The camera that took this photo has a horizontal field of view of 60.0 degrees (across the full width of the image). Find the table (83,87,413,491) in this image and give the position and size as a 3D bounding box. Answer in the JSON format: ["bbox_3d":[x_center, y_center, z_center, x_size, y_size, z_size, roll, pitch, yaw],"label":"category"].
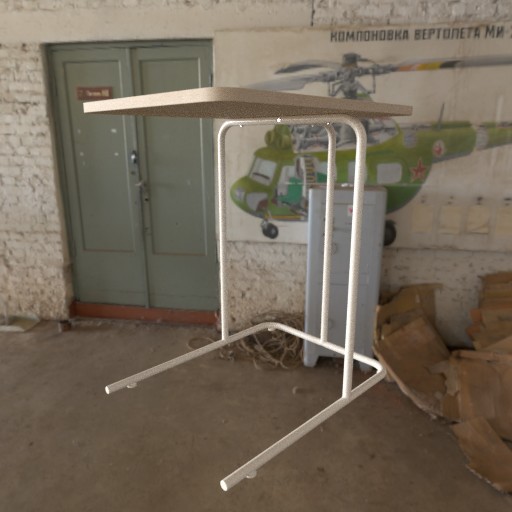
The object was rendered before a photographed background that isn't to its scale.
[{"bbox_3d":[0.000,0.000,0.852,0.480,0.550,0.370,-14,20,-43],"label":"table"}]
